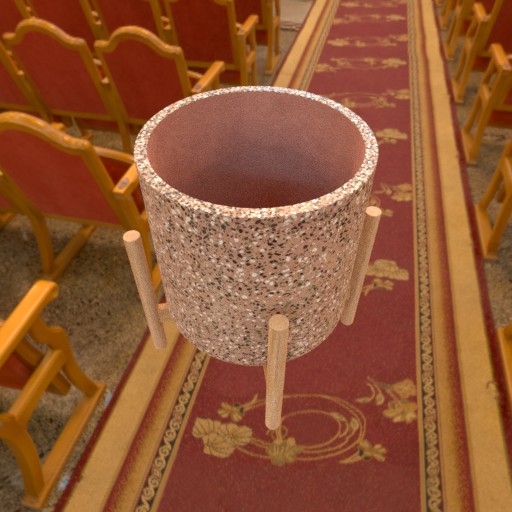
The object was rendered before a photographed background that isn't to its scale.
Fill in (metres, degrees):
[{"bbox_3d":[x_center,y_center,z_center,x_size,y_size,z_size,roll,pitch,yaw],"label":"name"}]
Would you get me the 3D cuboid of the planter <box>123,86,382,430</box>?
[{"bbox_3d":[0.000,0.000,0.707,0.360,0.419,0.360,10,46,10],"label":"planter"}]
